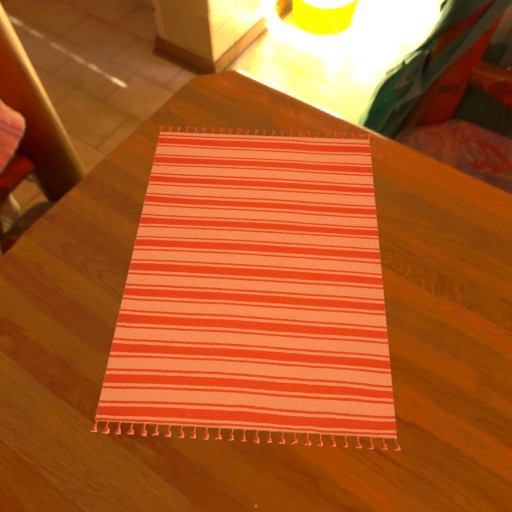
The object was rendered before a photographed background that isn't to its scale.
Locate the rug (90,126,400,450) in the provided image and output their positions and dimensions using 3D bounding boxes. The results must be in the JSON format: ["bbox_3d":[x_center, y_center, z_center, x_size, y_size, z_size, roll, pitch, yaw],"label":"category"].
[{"bbox_3d":[0.000,0.000,4.315,2.451,0.035,3.369,3,61,2],"label":"rug"}]
